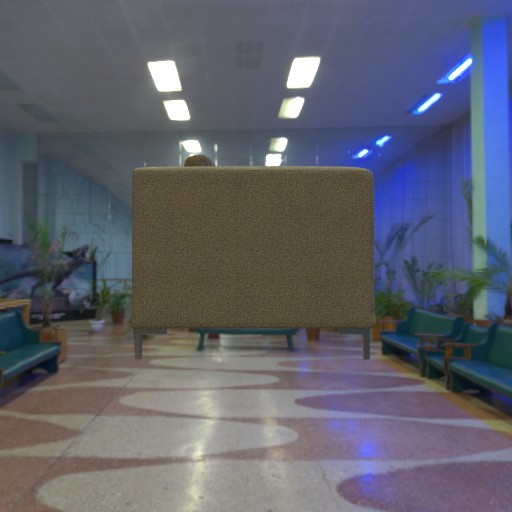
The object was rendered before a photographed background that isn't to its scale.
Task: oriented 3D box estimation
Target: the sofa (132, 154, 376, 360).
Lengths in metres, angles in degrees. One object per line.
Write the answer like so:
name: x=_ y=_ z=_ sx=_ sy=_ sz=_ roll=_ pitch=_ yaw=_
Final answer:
sofa: x=0.000 y=0.000 z=2.941 sx=0.969 sy=0.867 sz=2.415 roll=0 pitch=-1 yaw=0
